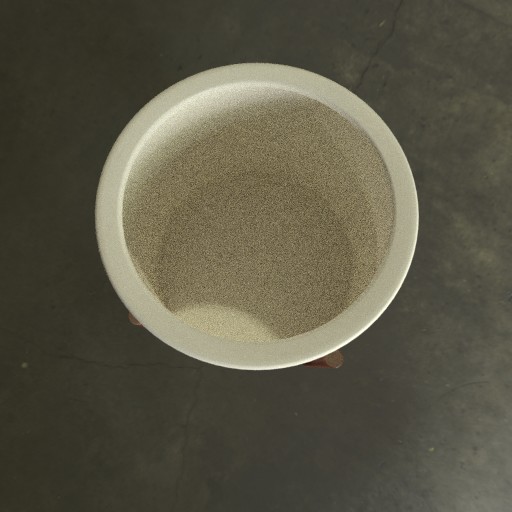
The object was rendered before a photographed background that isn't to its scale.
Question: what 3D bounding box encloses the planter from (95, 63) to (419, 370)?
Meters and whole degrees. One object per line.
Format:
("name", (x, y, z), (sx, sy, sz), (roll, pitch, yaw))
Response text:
("planter", (0.000, 0.000, 0.853), (0.420, 0.581, 0.421), (15, 77, 4))
